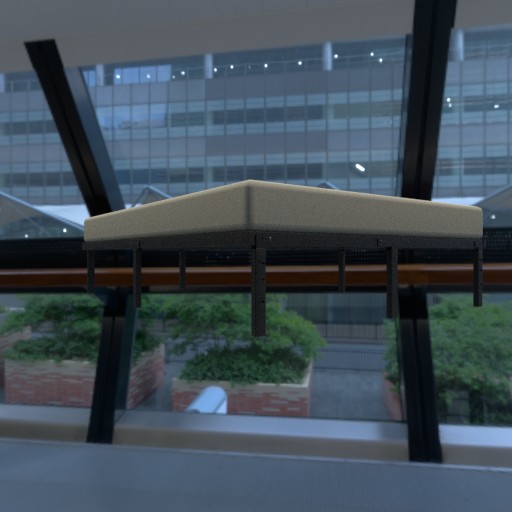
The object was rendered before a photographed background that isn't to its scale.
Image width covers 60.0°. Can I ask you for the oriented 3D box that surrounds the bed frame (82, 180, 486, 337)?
[{"bbox_3d":[0.000,0.000,3.511,1.990,0.680,2.635,0,0,-36],"label":"bed frame"}]
